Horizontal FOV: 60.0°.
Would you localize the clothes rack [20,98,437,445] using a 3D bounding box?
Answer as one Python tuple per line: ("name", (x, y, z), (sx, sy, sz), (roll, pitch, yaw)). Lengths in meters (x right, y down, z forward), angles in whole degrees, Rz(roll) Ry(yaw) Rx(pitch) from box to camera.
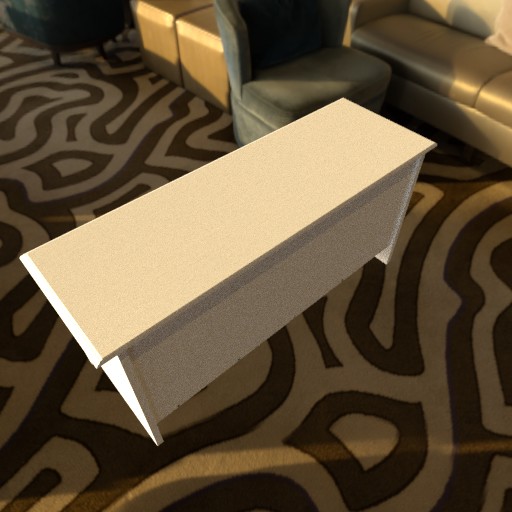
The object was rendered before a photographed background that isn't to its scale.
("clothes rack", (0.000, 0.000, 1.471), (1.218, 0.558, 0.405), (-33, 55, -27))
